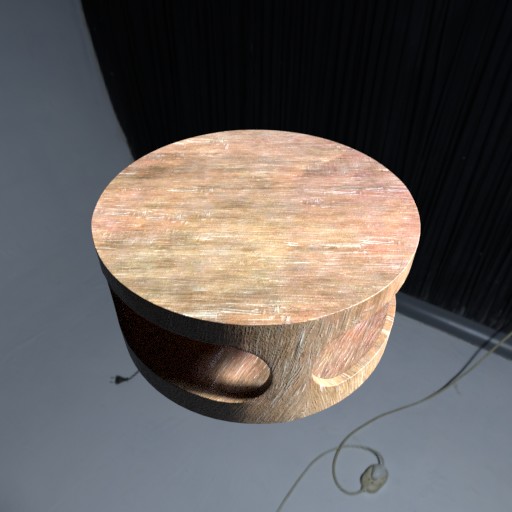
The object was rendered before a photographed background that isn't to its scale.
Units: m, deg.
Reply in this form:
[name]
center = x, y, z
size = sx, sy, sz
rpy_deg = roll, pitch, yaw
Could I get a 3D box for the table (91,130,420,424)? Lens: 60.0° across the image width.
[table]
center = 0.000, 0.000, 1.512
size = 0.974, 0.450, 0.974
rpy_deg = 0, 42, 0
